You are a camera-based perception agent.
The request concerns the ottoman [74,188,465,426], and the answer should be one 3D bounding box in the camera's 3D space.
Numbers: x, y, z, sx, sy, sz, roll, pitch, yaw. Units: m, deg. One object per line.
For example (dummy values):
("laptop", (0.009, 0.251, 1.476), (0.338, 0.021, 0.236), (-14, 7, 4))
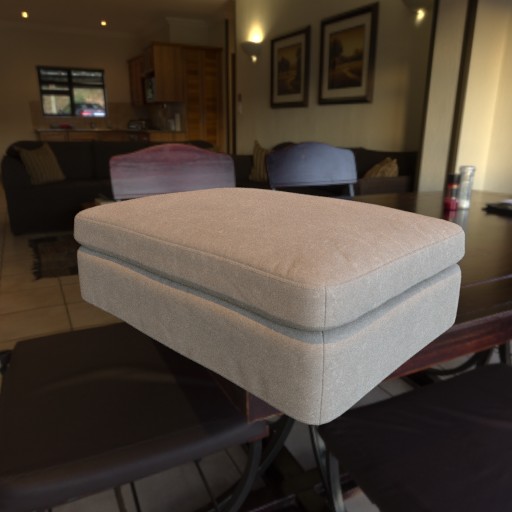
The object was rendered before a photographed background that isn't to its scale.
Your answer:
("ottoman", (0.000, 0.000, 1.603), (1.199, 0.429, 0.840), (15, 22, 42))
